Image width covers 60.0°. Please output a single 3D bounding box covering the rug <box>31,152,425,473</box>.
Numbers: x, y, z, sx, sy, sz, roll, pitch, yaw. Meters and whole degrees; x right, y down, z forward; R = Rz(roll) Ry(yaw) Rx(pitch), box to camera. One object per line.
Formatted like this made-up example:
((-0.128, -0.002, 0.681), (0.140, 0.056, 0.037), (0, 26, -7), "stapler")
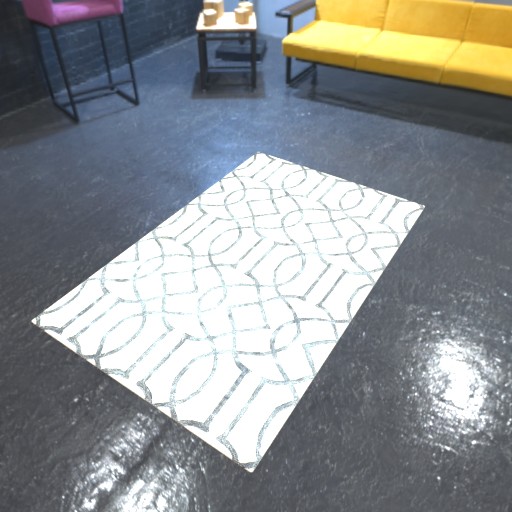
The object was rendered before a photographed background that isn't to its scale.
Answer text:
((0.000, 0.000, 2.950), (1.521, 0.017, 2.365), (24, 47, 24), "rug")
